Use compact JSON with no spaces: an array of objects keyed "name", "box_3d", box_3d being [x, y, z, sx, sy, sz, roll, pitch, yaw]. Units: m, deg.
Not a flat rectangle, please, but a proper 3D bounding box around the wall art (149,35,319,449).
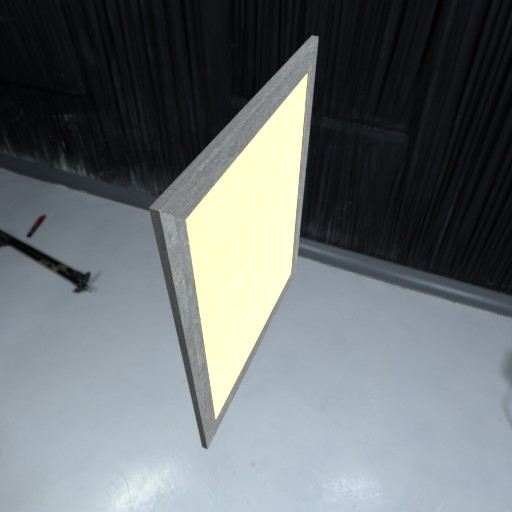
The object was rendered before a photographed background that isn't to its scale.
[{"name":"wall art","box_3d":[0.000,0.000,0.767,0.013,0.570,0.476,17,48,16]}]
